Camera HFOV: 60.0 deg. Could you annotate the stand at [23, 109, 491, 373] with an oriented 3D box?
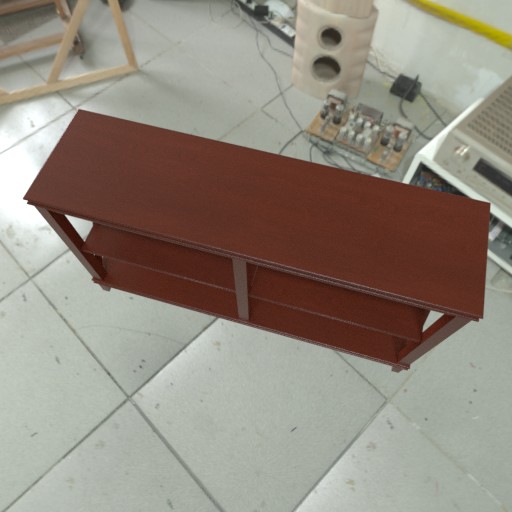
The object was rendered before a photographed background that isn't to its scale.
[{"bbox_3d":[0.000,0.000,1.686,1.372,0.762,0.381,15,65,7],"label":"stand"}]
